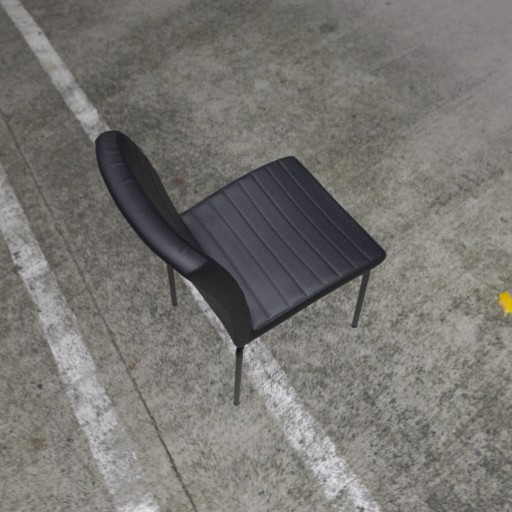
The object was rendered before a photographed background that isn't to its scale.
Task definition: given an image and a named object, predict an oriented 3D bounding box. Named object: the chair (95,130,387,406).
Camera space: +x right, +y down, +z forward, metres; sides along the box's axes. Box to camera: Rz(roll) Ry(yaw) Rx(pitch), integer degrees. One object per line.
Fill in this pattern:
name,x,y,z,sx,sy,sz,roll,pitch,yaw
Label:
chair,0.000,0.000,1.210,0.572,0.872,0.450,-30,63,-17
